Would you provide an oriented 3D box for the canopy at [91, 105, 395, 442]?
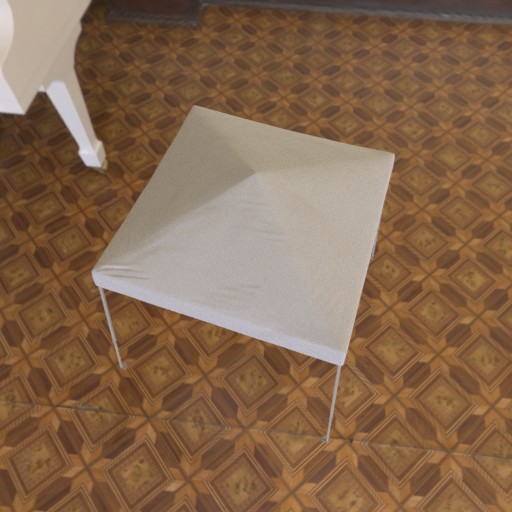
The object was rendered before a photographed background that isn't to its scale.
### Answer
[{"bbox_3d":[0.000,0.000,6.505,3.600,3.600,3.599,16,60,10],"label":"canopy"}]
